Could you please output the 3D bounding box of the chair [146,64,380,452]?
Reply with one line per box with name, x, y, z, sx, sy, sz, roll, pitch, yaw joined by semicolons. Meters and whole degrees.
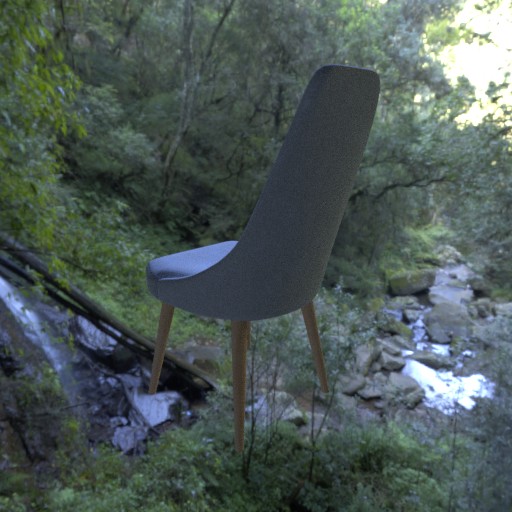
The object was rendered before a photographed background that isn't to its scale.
chair;0.000;0.000;1.378;0.510;1.040;0.660;-16;23;-43
